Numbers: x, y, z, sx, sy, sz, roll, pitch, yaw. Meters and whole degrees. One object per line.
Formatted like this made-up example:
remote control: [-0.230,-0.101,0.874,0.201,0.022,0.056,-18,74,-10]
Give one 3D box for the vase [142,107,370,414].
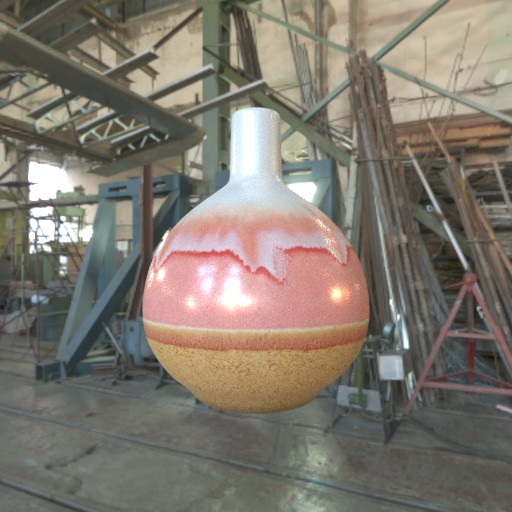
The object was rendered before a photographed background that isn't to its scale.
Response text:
vase: [0.000,0.000,0.276,0.137,0.176,0.137,0,-1,0]
